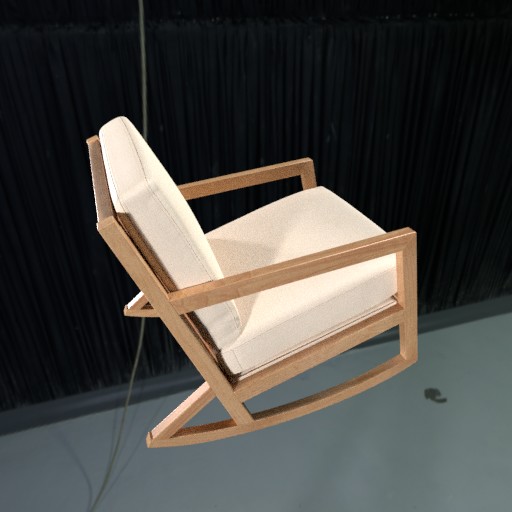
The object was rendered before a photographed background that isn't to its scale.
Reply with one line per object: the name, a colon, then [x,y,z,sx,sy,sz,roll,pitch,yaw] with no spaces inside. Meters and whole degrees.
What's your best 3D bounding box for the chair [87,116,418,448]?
chair: [0.000,0.000,1.370,0.857,0.790,0.622,-11,32,-17]
